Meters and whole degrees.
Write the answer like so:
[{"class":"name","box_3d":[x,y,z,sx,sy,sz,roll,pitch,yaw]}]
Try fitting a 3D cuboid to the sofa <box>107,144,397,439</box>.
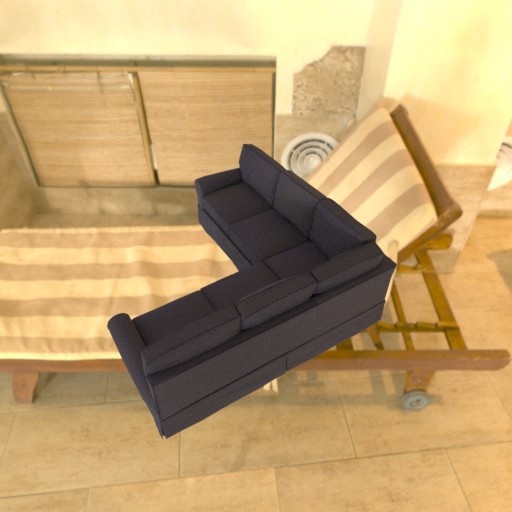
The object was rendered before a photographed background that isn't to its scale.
[{"class":"sofa","box_3d":[0.000,0.000,5.088,2.874,1.169,3.773,0,43,0]}]
